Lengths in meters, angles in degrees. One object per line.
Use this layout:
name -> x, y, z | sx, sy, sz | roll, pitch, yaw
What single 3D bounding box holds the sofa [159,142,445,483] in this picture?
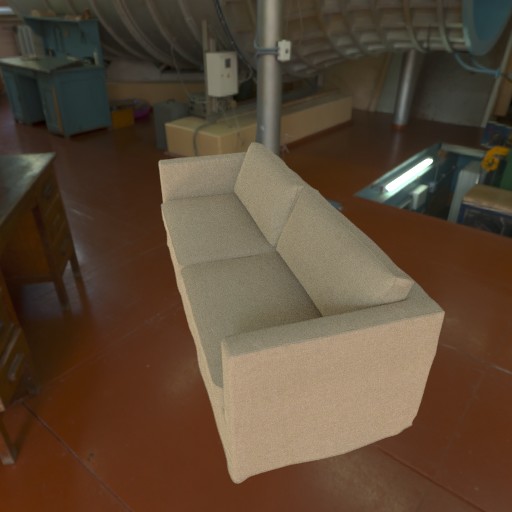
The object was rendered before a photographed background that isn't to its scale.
sofa -> 0.000, 0.000, 2.751 | 0.956, 0.847, 2.296 | -9, 32, -14
